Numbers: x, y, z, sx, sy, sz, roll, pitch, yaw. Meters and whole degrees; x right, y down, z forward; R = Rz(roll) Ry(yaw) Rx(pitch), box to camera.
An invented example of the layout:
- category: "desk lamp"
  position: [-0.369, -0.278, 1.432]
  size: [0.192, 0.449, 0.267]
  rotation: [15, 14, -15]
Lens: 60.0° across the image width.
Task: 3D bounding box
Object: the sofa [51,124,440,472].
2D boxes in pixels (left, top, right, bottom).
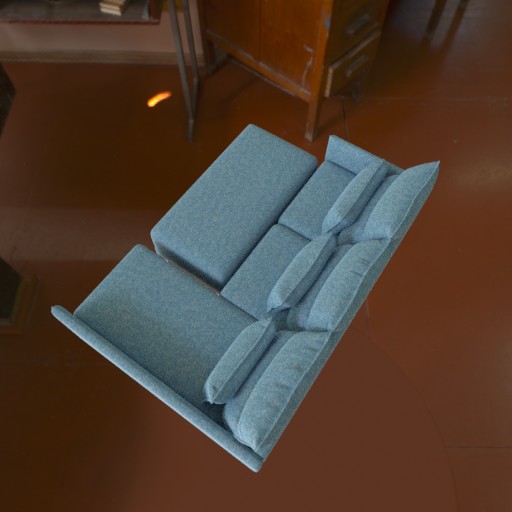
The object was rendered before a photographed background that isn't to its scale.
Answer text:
- category: "sofa"
  position: [0.000, 0.000, 2.824]
  size: [1.420, 0.899, 2.034]
  rotation: [32, 67, 15]
